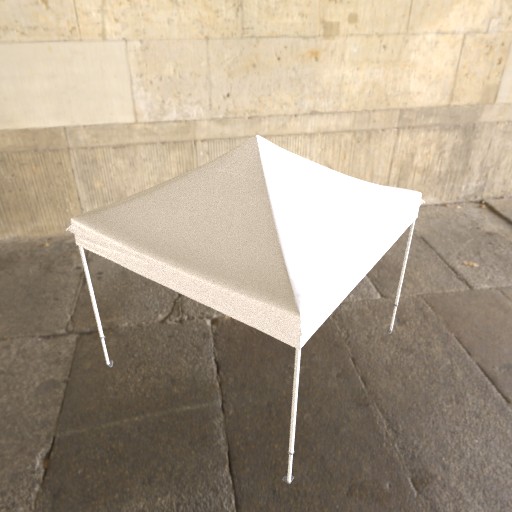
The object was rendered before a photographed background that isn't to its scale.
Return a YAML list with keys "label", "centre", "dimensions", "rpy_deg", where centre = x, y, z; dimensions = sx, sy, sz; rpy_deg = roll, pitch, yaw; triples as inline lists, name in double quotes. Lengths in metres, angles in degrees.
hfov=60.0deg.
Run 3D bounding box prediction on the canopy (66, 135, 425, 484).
- label: "canopy"
  centre: [0.000, 0.000, 5.458]
  dimensions: [2.994, 2.998, 2.996]
  rpy_deg: [20, 37, 29]
